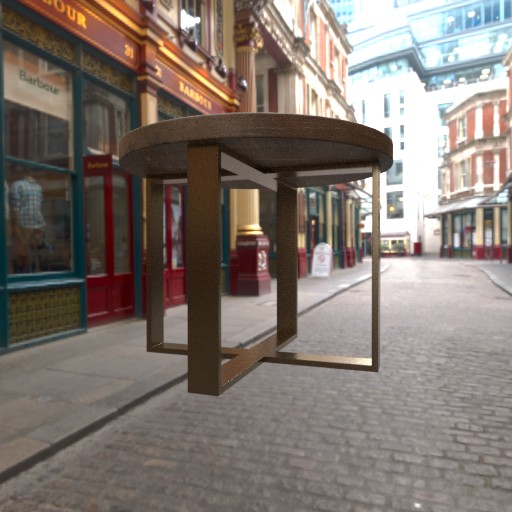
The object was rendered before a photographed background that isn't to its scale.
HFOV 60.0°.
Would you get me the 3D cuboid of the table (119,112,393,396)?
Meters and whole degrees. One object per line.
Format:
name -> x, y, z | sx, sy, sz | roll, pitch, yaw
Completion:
table -> 0.000, 0.000, 0.945 | 0.557, 0.437, 0.557 | 0, 1, 0
